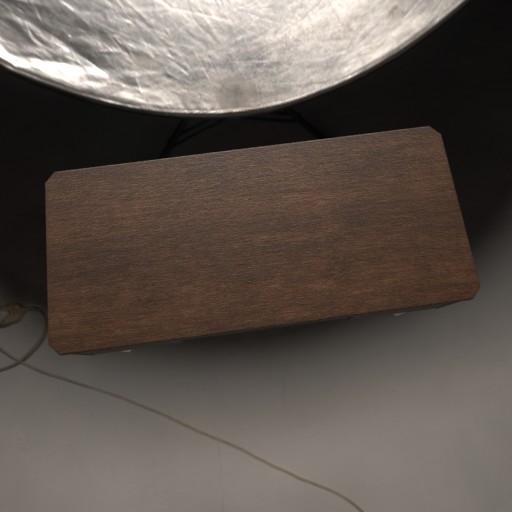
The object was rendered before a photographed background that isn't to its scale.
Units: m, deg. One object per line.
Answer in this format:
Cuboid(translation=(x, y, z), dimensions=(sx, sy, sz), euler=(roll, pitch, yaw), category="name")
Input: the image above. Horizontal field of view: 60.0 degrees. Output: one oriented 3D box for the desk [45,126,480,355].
Cuboid(translation=(0.000, 0.000, 1.944), dimensions=(1.479, 0.762, 0.684), euler=(-7, 76, -2), category="desk")
